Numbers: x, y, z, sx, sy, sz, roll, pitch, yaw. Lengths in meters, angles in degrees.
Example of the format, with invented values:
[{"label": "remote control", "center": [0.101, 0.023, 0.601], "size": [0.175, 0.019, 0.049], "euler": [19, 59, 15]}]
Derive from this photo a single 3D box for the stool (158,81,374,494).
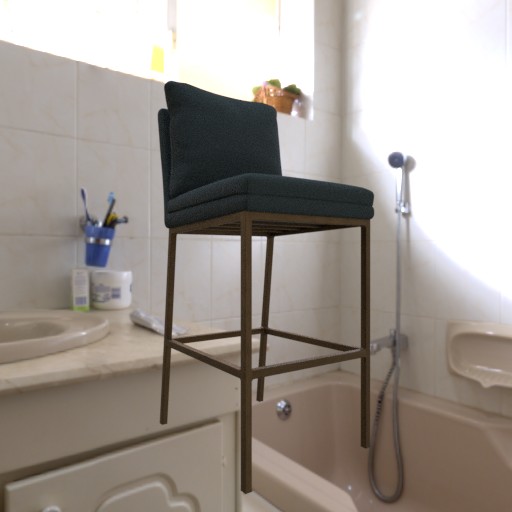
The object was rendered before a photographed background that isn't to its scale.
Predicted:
[{"label": "stool", "center": [0.000, 0.000, 1.394], "size": [0.463, 1.124, 0.568], "euler": [0, 0, -35]}]
